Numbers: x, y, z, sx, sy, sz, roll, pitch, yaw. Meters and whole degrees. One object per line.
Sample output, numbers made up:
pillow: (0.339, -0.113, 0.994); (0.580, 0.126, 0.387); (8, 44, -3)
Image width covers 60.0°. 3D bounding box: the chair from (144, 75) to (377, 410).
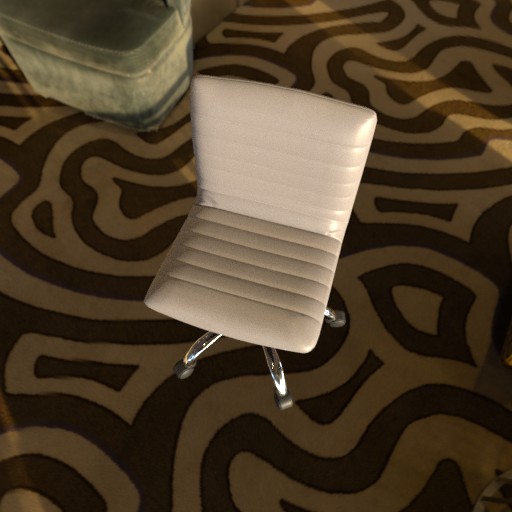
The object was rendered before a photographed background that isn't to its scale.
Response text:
chair: (0.000, 0.000, 1.141); (0.569, 0.750, 0.542); (15, 59, 9)
